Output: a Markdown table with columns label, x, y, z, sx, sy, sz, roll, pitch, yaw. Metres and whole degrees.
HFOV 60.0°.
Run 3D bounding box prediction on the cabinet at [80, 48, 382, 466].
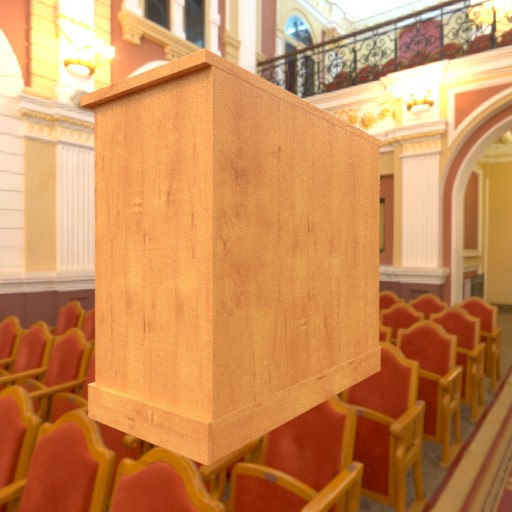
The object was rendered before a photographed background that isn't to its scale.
| label | x | y | z | sx | sy | sz | roll | pitch | yaw |
| --- | --- | --- | --- | --- | --- | --- | --- | --- | --- |
| cabinet | 0.000 | 0.000 | 1.389 | 0.450 | 0.840 | 0.920 | 0 | 1 | 37 |
